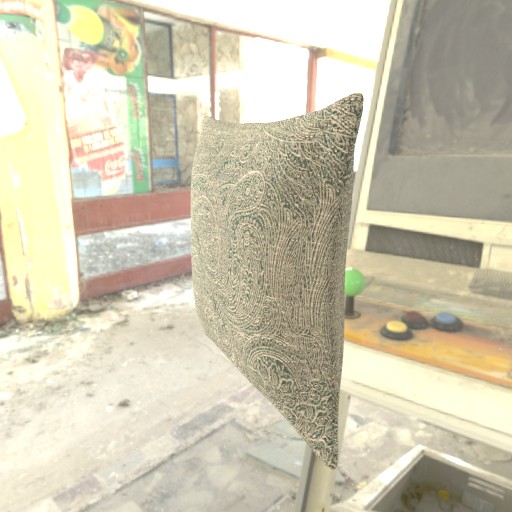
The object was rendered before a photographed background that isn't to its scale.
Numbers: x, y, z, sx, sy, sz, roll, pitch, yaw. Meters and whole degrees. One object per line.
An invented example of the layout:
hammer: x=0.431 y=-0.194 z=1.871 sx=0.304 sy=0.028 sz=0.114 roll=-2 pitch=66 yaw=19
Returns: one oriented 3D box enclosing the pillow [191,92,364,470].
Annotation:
pillow: x=0.000 y=0.000 z=0.795 sx=0.166 sy=0.507 sz=0.526 roll=-7 pitch=16 yaw=-25
